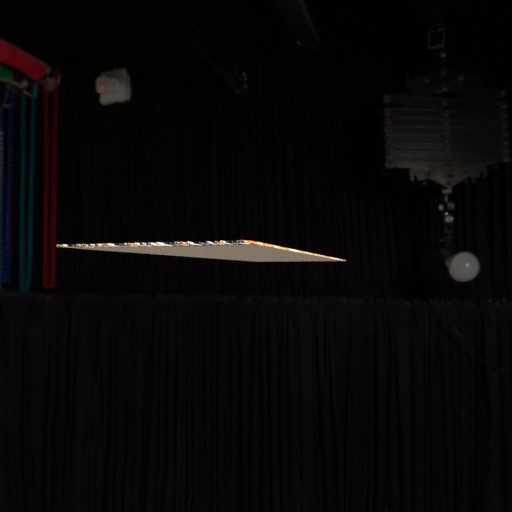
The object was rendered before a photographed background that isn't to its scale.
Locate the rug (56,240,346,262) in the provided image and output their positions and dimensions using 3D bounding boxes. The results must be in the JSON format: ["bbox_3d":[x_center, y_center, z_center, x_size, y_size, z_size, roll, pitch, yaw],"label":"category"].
[{"bbox_3d":[0.000,0.000,2.688,0.783,0.010,2.437,-1,-2,18],"label":"rug"}]
